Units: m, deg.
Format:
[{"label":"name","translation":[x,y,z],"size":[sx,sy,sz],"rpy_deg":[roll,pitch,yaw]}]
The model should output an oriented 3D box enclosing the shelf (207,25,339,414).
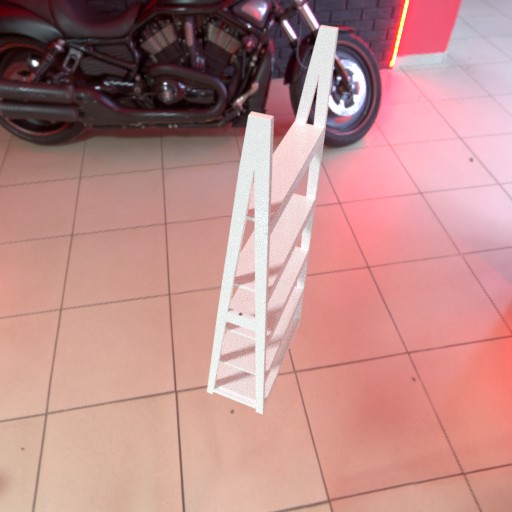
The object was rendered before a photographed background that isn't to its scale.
[{"label":"shelf","translation":[0.000,0.000,1.992],"size":[0.341,1.779,0.636],"rpy_deg":[17,50,15]}]
